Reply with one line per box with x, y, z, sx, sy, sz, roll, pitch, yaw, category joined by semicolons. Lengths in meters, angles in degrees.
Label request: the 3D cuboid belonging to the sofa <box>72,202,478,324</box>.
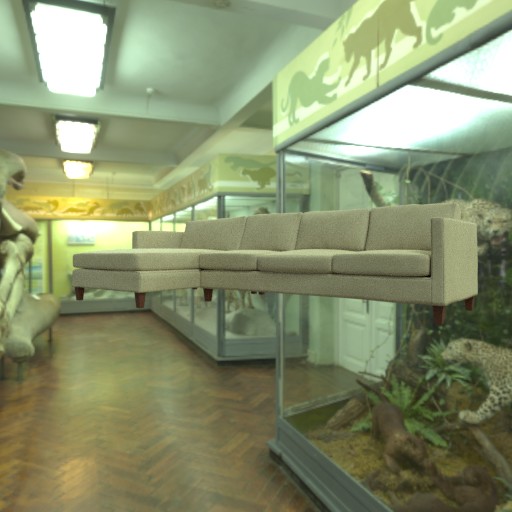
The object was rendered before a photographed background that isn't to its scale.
0.000;0.000;3.831;3.186;0.846;1.625;1;1;38;sofa
